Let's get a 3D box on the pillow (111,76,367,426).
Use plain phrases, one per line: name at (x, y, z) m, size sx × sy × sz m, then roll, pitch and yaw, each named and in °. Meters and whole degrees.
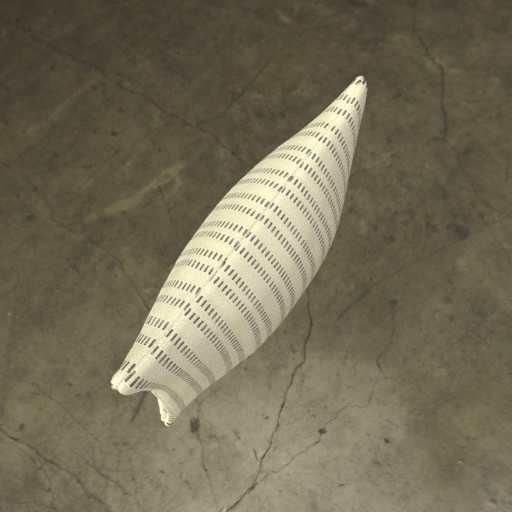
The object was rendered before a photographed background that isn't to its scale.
pillow at (0.000, 0.000, 0.800) m, size 0.210 × 0.353 × 0.640 m, roll 32°, pitch 68°, yaw 14°
